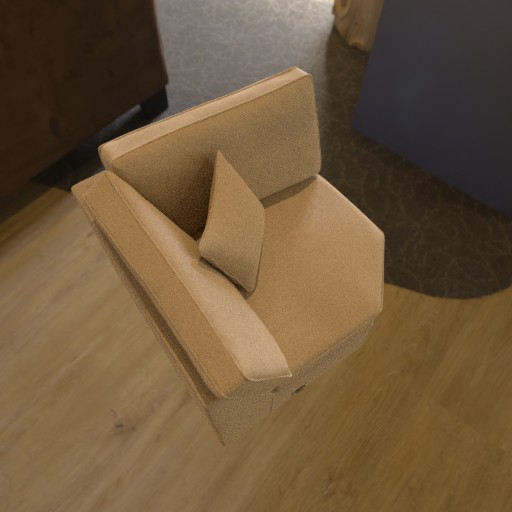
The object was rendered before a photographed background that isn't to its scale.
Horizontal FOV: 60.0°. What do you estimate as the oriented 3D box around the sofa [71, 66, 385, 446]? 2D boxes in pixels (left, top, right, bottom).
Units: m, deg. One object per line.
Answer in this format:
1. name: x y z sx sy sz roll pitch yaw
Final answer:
1. sofa: 0.000 0.000 1.877 1.042 0.937 1.050 -30 63 -17
